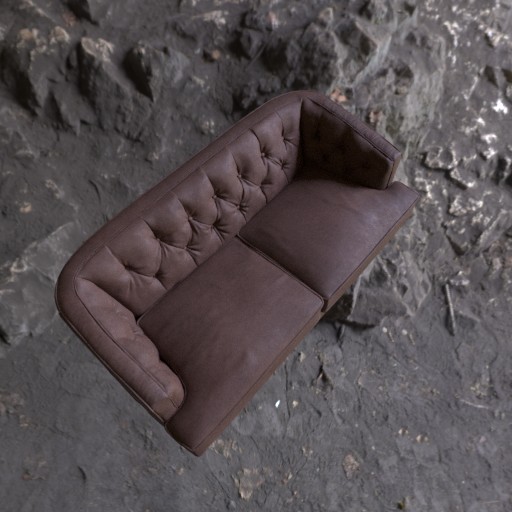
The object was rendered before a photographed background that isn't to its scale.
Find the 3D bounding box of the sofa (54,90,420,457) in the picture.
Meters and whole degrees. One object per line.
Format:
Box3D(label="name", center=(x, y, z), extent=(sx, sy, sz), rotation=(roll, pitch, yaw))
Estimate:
Box3D(label="sofa", center=(0.000, 0.000, 2.271), extent=(0.917, 0.799, 1.767), rotation=(37, 65, 21))
